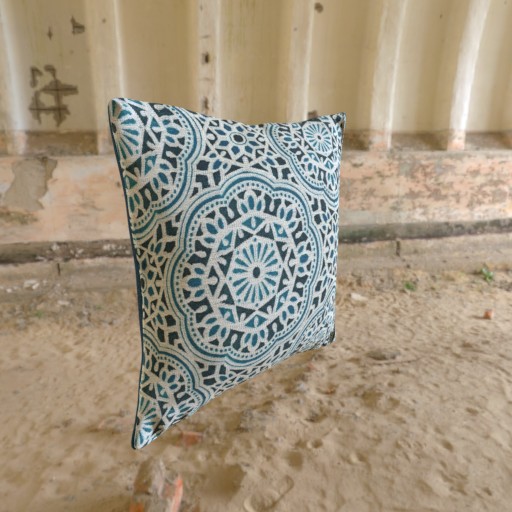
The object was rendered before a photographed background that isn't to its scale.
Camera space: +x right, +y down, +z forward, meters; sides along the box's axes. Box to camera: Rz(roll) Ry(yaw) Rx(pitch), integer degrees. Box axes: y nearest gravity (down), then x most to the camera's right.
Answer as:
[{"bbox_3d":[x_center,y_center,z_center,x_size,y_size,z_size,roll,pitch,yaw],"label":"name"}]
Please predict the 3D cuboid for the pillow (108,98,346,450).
[{"bbox_3d":[0.000,0.000,0.650,0.145,0.420,0.440,13,19,42],"label":"pillow"}]
